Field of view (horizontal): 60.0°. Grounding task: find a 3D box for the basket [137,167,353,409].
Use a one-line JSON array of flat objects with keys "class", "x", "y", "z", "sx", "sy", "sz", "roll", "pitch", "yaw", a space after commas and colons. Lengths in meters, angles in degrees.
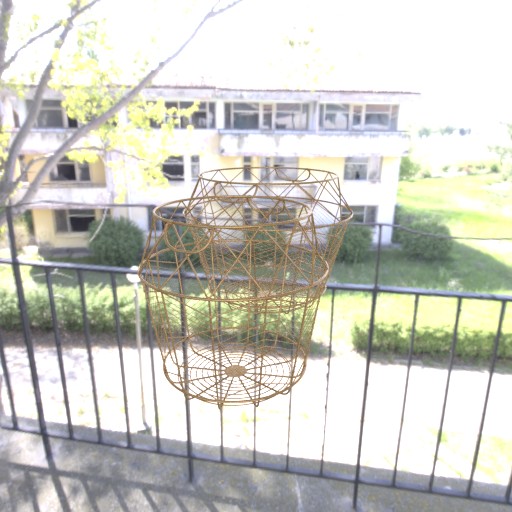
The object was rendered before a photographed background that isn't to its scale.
[{"class": "basket", "x": 0.000, "y": 0.000, "z": 1.045, "sx": 0.451, "sy": 0.343, "sz": 0.805, "roll": 3, "pitch": 17, "yaw": 10}]
